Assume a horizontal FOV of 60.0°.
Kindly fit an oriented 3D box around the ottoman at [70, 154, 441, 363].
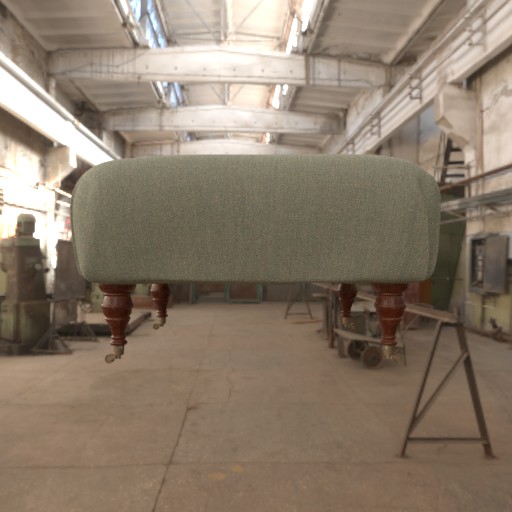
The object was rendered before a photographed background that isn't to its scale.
[{"bbox_3d":[0.000,0.000,1.136,0.747,0.450,0.622,0,0,0],"label":"ottoman"}]
